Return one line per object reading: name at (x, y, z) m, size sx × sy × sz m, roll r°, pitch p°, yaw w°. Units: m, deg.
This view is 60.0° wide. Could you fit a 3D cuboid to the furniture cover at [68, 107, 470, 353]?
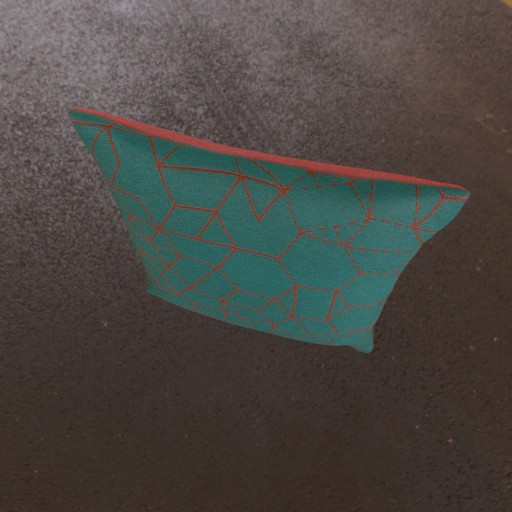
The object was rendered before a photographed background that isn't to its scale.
furniture cover at (0.000, 0.000, 0.762) m, size 0.517 × 0.508 × 0.158 m, roll 13°, pitch 59°, yaw 8°
